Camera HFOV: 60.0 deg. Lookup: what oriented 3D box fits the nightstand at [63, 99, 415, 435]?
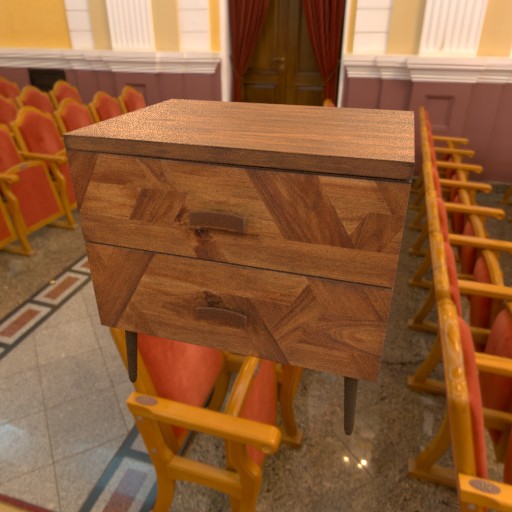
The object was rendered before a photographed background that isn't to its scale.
[{"bbox_3d":[0.000,0.000,1.038,0.610,0.610,0.458,8,29,15],"label":"nightstand"}]
